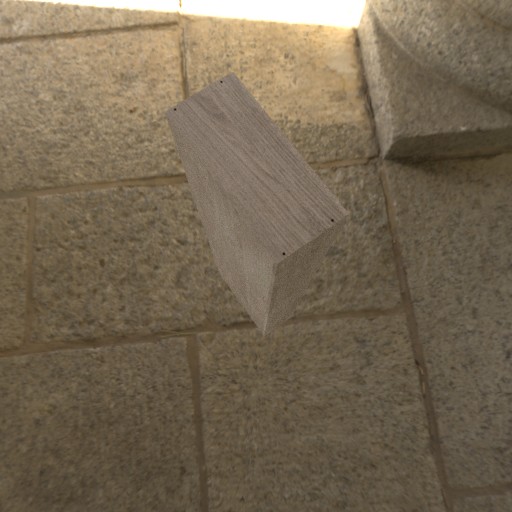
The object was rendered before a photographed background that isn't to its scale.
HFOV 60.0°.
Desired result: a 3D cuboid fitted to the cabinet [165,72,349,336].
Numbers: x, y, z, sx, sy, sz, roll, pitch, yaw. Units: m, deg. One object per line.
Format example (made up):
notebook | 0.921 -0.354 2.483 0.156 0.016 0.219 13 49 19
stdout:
cabinet | 0.000 0.000 1.979 0.230 1.790 0.500 -34 77 -9
